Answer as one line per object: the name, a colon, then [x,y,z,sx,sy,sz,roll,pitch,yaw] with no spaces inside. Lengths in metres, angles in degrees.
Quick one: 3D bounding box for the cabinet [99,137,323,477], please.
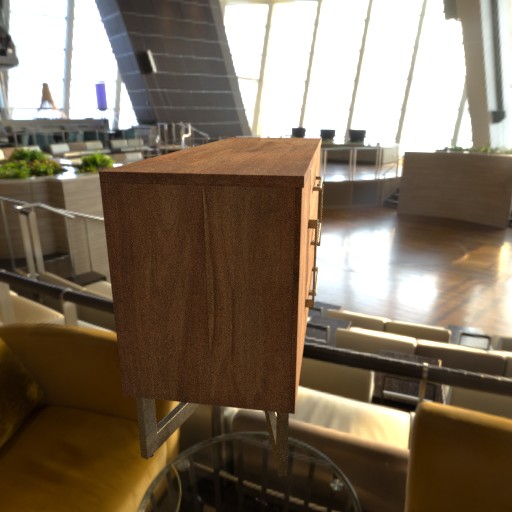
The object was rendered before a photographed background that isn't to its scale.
cabinet: [0.000,0.000,1.715,0.480,0.812,1.373,3,18,9]
